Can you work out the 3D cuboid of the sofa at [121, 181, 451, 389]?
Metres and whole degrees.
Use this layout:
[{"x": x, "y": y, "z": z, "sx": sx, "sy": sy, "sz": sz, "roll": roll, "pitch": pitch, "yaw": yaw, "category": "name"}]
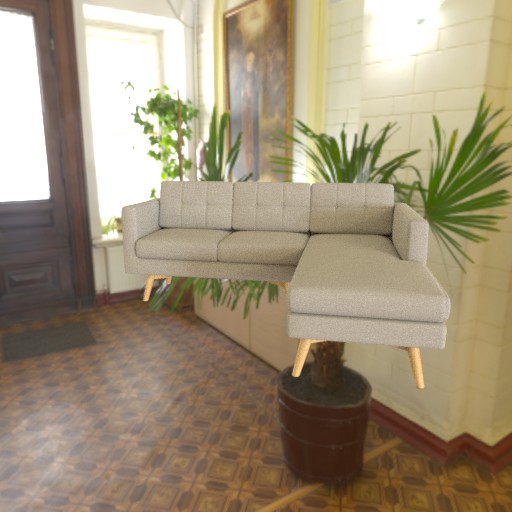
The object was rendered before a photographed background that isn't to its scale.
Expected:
[{"x": 0.000, "y": 0.000, "z": 2.844, "sx": 2.040, "sy": 0.860, "sz": 1.530, "roll": 3, "pitch": 13, "yaw": 11, "category": "sofa"}]
